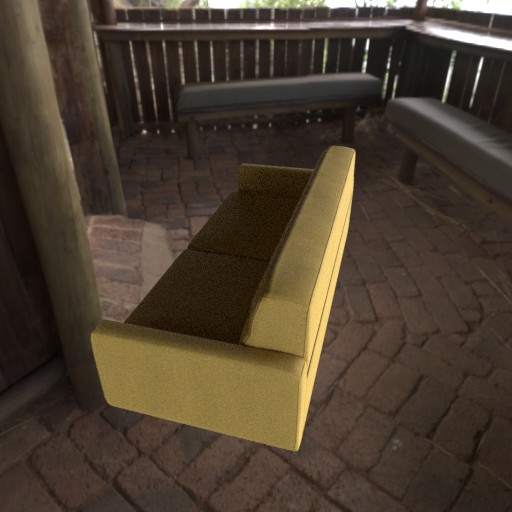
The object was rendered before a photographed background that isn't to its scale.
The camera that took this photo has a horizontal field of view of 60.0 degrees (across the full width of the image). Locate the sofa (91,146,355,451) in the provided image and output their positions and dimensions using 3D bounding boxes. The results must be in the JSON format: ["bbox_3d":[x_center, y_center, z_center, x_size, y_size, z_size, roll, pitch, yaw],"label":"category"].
[{"bbox_3d":[0.000,0.000,2.553,0.909,0.841,2.029,8,32,13],"label":"sofa"}]
